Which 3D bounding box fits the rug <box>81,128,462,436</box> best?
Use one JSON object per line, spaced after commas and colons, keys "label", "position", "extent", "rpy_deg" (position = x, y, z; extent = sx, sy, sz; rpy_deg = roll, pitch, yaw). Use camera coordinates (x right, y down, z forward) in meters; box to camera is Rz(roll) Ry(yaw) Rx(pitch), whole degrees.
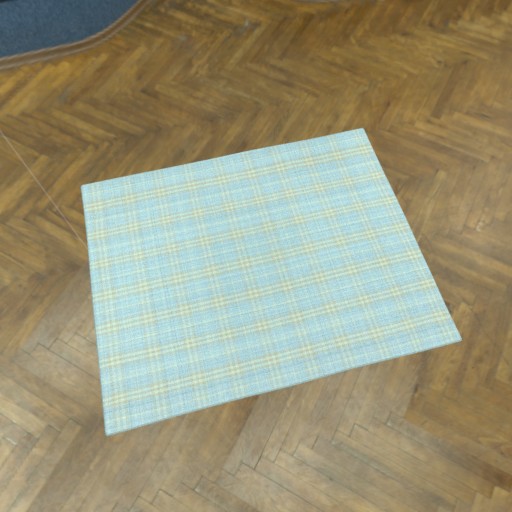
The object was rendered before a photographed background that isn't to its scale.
{"label": "rug", "position": [0.000, 0.000, 4.166], "extent": [3.066, 0.030, 2.462], "rpy_deg": [-13, 64, -6]}
